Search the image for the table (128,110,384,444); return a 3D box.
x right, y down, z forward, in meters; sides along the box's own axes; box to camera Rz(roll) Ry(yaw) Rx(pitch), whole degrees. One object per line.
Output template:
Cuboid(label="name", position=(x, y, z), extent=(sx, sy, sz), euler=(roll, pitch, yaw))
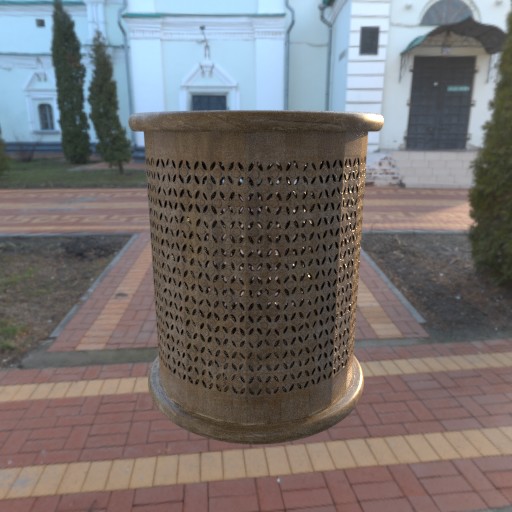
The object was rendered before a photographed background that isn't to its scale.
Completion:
Cuboid(label="table", position=(0.000, 0.000, 0.796), extent=(0.407, 0.482, 0.407), euler=(0, 16, 0))
